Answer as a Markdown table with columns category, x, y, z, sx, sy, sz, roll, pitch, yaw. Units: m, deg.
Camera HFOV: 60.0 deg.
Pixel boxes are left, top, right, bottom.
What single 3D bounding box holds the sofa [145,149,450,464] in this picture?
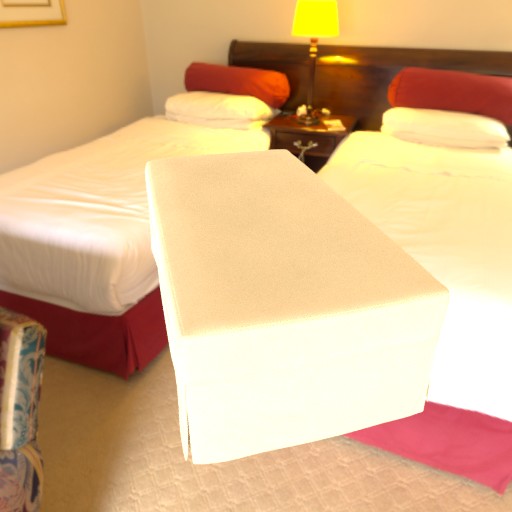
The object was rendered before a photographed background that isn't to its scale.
| category | x | y | z | sx | sy | sz | roll | pitch | yaw |
| --- | --- | --- | --- | --- | --- | --- | --- | --- | --- |
| sofa | 0.000 | 0.000 | 2.103 | 0.939 | 0.552 | 1.677 | -8 | 31 | -13 |
